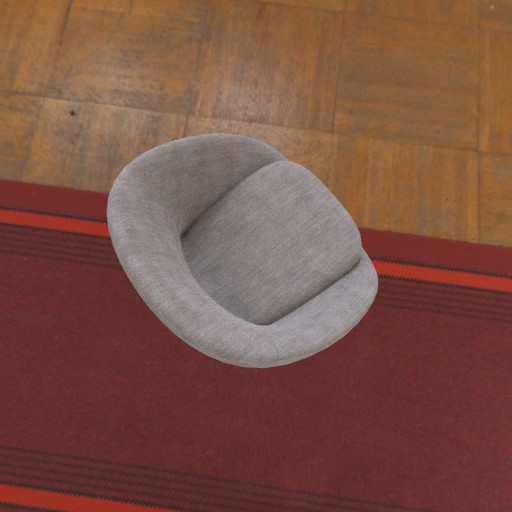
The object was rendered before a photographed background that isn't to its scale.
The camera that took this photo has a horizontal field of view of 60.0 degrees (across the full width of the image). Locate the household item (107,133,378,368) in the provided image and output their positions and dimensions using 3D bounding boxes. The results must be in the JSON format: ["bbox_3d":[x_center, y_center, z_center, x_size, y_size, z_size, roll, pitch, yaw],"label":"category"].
[{"bbox_3d":[0.000,0.000,1.299,0.587,0.869,0.643,-37,78,-9],"label":"household item"}]
